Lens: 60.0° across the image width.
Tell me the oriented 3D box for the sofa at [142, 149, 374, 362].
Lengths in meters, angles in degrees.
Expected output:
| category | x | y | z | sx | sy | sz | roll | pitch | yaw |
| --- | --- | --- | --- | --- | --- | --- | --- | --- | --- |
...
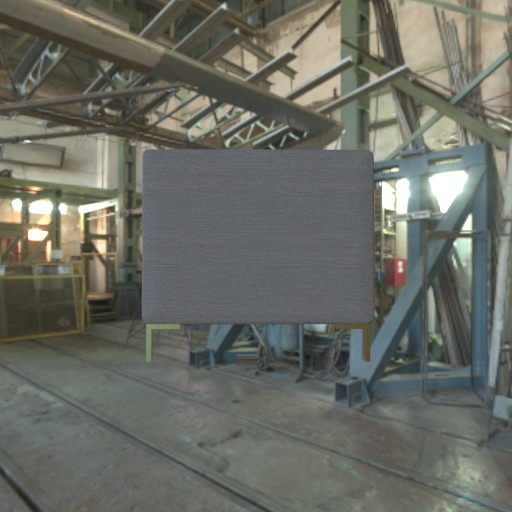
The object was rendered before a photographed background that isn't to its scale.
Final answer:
| category | x | y | z | sx | sy | sz | roll | pitch | yaw |
| --- | --- | --- | --- | --- | --- | --- | --- | --- | --- |
| sofa | 0.000 | 0.000 | 2.274 | 0.686 | 0.635 | 1.981 | 0 | -1 | 0 |
